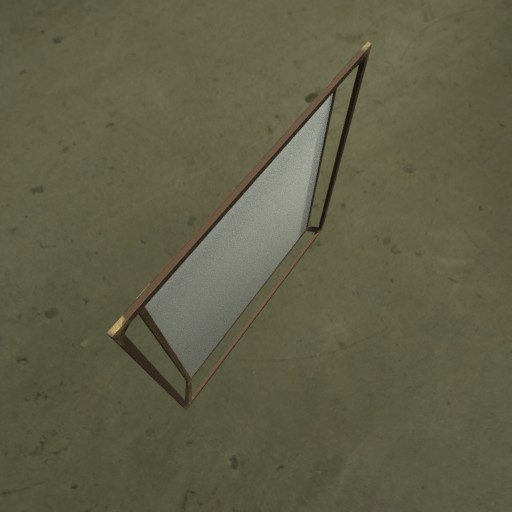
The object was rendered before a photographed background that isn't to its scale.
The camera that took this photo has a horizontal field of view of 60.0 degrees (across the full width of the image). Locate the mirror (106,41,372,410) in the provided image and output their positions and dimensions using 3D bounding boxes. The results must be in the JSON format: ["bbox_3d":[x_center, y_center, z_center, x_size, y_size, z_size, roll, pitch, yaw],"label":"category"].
[{"bbox_3d":[0.000,0.000,0.895,0.032,0.610,0.610,33,68,15],"label":"mirror"}]
